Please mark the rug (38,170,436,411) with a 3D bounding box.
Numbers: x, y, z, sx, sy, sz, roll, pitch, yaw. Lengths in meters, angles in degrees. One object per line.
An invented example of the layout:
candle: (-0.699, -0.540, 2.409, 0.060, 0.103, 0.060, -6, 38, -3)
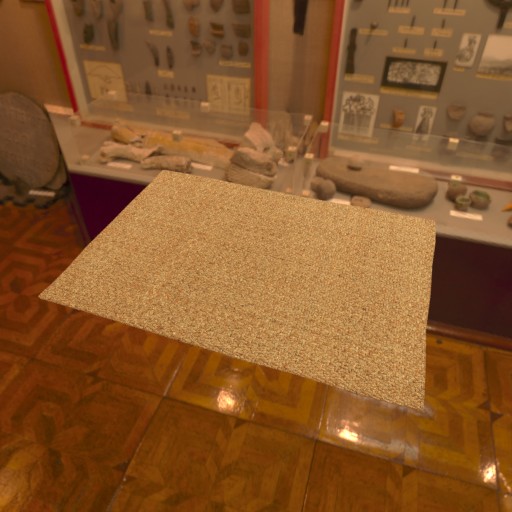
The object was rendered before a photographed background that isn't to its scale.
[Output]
rug: (0.000, 0.000, 2.810, 2.141, 0.013, 1.566, 13, 42, 14)
